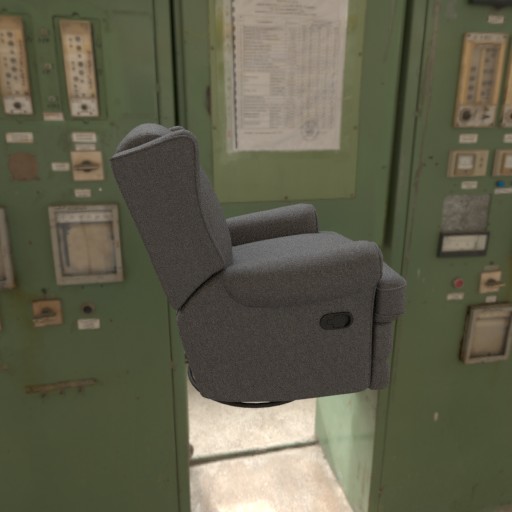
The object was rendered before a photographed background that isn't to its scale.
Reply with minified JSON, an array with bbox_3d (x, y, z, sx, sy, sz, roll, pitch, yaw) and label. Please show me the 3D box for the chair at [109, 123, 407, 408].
[{"bbox_3d":[0.000,0.000,1.762,0.969,1.011,0.847,-3,18,-10],"label":"chair"}]
